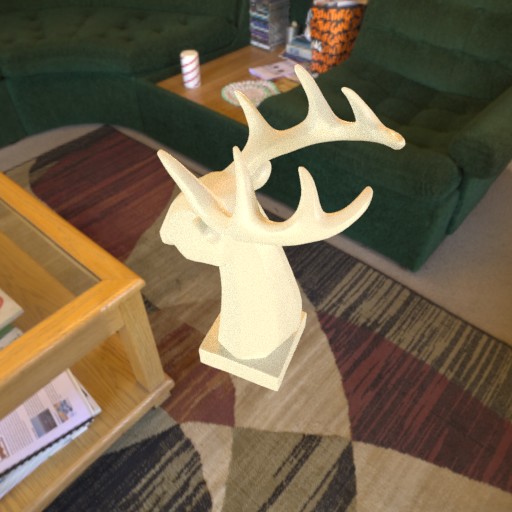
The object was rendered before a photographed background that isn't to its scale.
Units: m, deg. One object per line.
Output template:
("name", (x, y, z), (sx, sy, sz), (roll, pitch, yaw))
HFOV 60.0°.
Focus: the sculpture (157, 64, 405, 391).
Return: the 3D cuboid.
("sculpture", (0.000, 0.000, 0.451), (0.224, 0.329, 0.174), (17, 48, 16))
